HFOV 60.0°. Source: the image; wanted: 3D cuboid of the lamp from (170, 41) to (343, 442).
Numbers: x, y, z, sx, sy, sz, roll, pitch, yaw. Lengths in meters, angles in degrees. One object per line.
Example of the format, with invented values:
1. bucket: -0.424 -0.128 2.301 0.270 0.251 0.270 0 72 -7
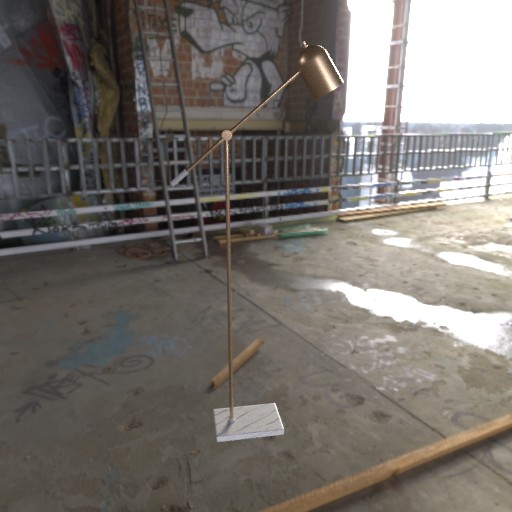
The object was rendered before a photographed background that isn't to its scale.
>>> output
1. lamp: 0.000 0.000 1.796 0.653 1.594 0.194 -3 17 -9
